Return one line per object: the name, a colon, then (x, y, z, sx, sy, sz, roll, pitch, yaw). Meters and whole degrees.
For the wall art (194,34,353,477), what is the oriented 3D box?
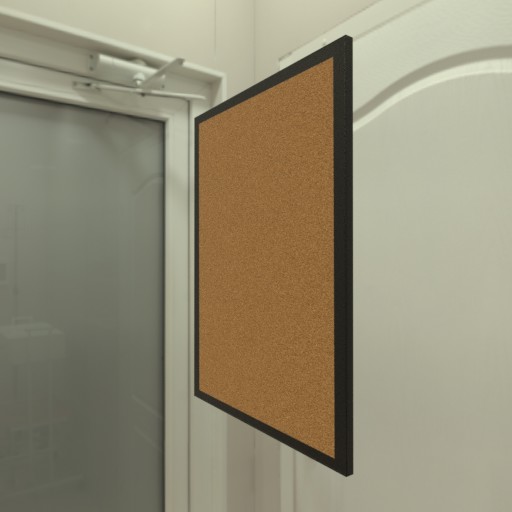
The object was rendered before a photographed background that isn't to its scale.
wall art: (0.000, 0.000, 0.857, 0.016, 0.657, 0.480, 0, 0, -36)
